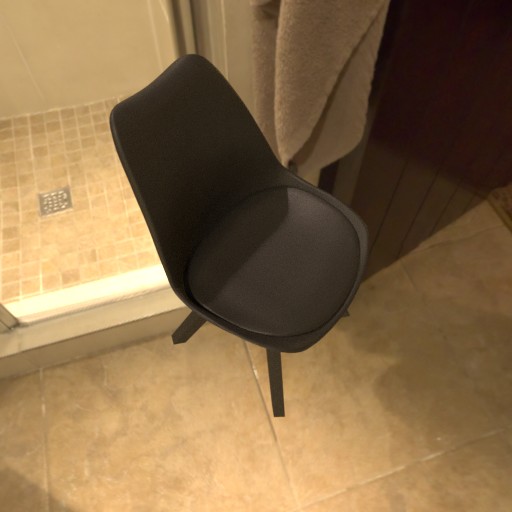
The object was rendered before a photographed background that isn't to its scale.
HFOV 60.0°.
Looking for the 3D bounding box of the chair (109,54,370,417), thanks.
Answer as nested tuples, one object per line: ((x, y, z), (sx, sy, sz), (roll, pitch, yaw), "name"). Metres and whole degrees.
((0.000, 0.000, 1.176), (0.550, 0.850, 0.485), (31, 62, 18), "chair")
